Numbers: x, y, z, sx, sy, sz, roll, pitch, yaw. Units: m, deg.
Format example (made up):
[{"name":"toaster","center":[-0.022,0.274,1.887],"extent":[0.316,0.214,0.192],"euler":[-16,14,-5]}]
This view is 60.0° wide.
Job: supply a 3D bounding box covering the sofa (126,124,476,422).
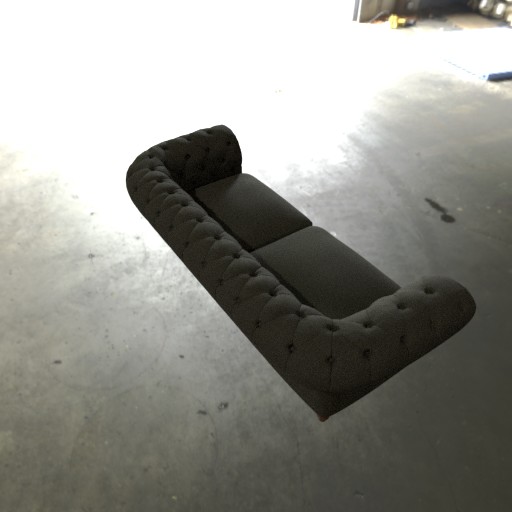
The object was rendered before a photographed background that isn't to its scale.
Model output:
[{"name":"sofa","center":[0.000,0.000,2.800],"extent":[0.991,0.762,2.362],"euler":[-25,47,-26]}]
